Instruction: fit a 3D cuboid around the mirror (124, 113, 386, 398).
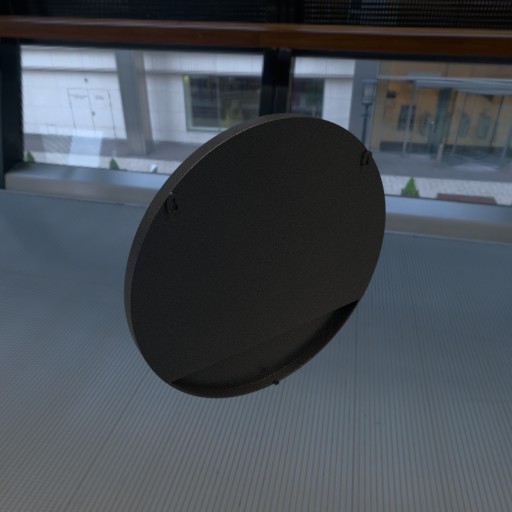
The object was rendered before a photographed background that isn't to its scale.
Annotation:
[{"bbox_3d":[0.000,0.000,0.714,0.457,0.457,0.133,-18,34,-29],"label":"mirror"}]
